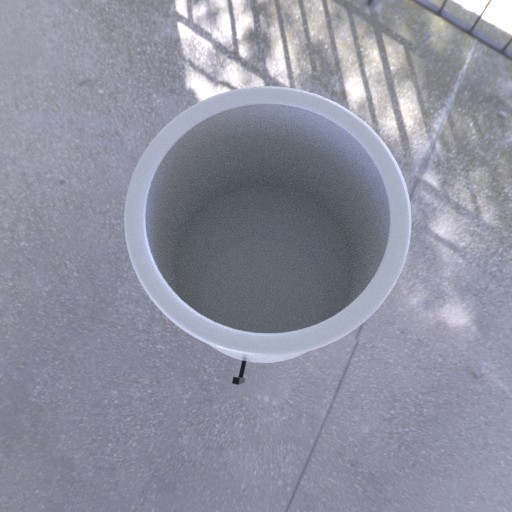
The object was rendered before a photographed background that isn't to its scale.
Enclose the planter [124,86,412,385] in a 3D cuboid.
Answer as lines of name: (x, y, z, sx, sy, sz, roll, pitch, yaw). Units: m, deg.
planter: (0.000, 0.000, 0.737, 0.361, 0.480, 0.360, 37, 78, 9)
